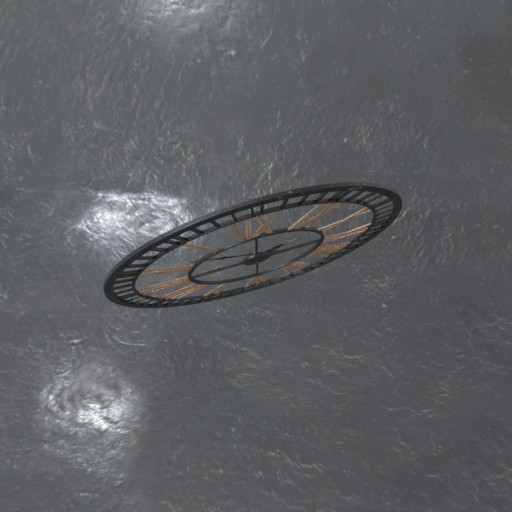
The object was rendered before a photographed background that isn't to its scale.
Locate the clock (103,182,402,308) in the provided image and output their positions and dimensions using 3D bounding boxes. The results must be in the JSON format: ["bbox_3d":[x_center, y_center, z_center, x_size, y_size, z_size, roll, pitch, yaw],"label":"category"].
[{"bbox_3d":[0.000,0.000,1.268,0.843,0.843,0.025,-16,75,-5],"label":"clock"}]
